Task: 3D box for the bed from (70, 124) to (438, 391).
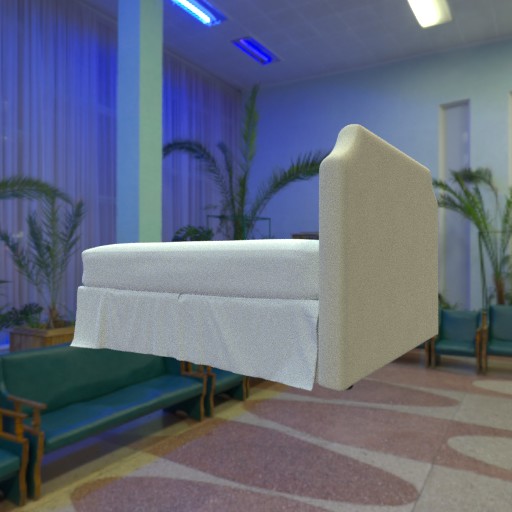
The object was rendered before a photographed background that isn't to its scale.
[{"bbox_3d":[0.000,0.000,3.333,2.209,1.296,1.827,0,0,35],"label":"bed"}]
